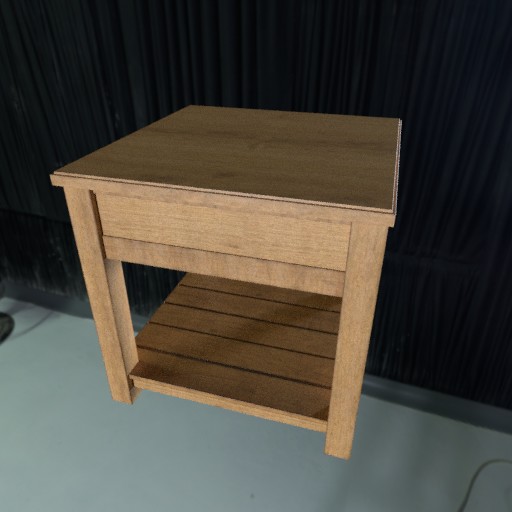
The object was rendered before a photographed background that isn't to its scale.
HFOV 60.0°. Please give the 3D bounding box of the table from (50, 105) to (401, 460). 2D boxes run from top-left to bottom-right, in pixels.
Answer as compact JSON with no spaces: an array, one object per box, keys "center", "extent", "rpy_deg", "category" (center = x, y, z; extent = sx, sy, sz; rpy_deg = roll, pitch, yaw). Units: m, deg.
[{"center":[0.000,0.000,1.130],"extent":[0.612,0.593,0.616],"rpy_deg":[9,31,14],"category":"table"}]
